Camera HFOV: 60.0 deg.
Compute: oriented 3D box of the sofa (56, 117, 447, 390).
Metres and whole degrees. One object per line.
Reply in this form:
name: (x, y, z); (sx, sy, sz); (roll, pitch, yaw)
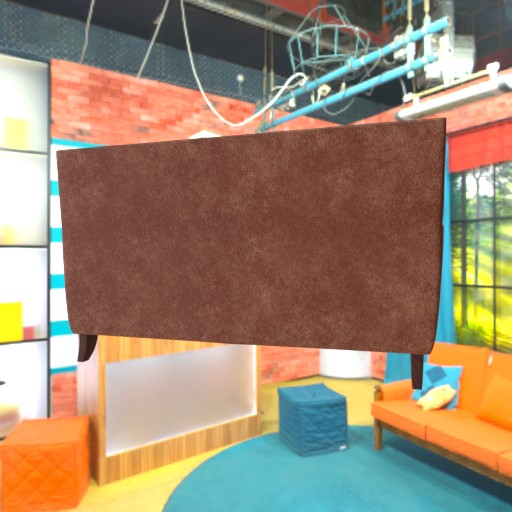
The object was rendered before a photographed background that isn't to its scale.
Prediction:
sofa: (0.000, 0.000, 1.956); (1.473, 0.871, 0.787); (0, 0, 17)
